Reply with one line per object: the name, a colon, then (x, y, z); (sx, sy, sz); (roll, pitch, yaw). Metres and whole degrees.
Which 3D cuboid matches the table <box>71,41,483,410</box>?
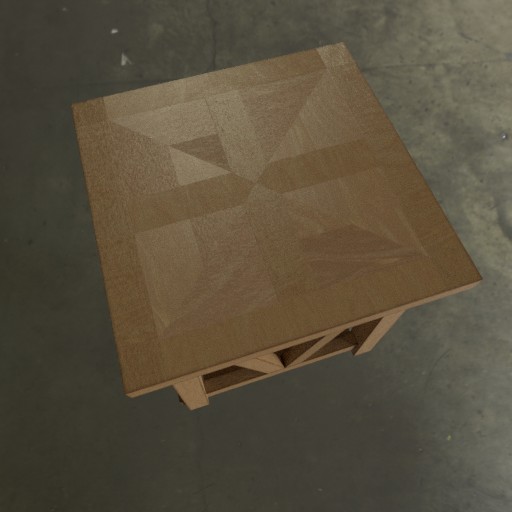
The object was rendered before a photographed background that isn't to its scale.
table: (0.000, 0.000, 1.122); (0.612, 0.638, 0.610); (-16, 66, -8)
